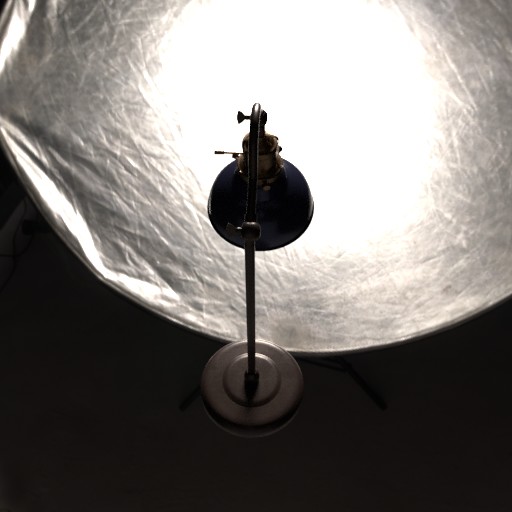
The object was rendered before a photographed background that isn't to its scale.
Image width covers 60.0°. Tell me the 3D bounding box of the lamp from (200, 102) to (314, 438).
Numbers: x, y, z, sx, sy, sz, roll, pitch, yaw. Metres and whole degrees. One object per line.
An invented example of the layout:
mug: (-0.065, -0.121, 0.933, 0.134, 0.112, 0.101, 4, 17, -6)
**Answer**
lamp: (0.000, 0.000, 0.703, 0.192, 0.508, 0.374, 3, 46, 3)
